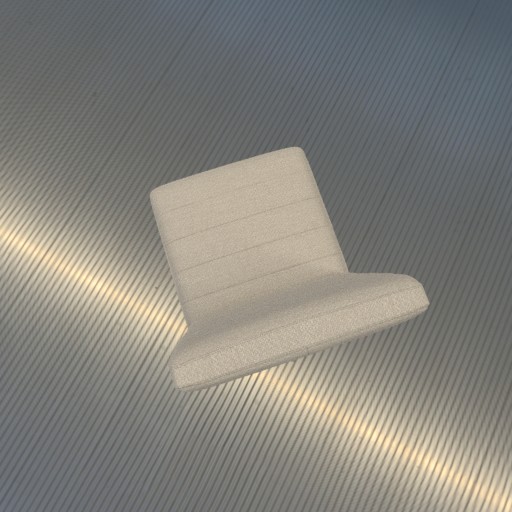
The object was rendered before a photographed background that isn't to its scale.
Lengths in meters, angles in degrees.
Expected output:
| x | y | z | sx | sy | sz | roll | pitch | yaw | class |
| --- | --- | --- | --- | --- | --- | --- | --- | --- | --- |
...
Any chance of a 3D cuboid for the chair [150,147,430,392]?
| x | y | z | sx | sy | sz | roll | pitch | yaw | class |
| --- | --- | --- | --- | --- | --- | --- | --- | --- | --- |
| 0.000 | 0.000 | 1.325 | 0.520 | 0.930 | 0.634 | -18 | 77 | -4 | chair |
